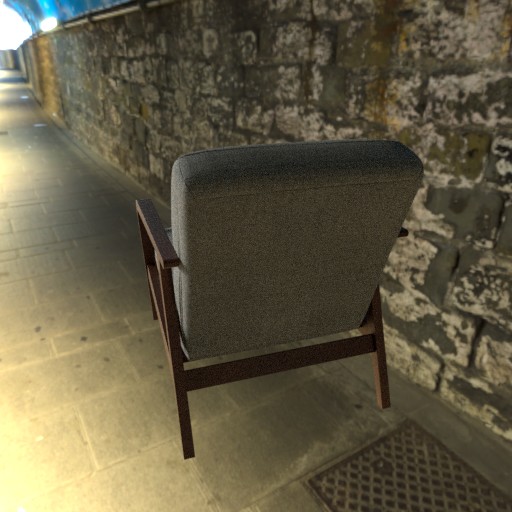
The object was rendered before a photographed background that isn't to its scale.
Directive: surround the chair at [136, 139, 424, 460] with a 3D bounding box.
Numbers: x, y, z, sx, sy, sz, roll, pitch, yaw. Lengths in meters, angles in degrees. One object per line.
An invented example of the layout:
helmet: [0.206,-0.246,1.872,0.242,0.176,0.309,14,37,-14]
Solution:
chair: [0.000,0.000,1.479,0.704,0.847,0.858,-8,25,-16]
